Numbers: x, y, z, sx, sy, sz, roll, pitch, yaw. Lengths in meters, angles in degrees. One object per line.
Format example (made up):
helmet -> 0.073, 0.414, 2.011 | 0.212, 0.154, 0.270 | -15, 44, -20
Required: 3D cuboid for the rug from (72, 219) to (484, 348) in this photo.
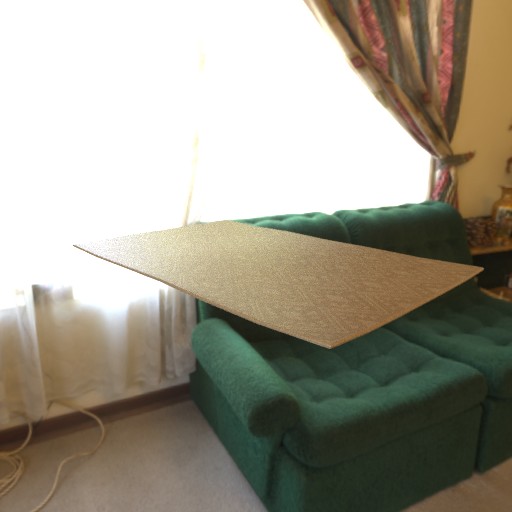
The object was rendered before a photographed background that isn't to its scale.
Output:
rug -> 0.000, 0.000, 3.042 | 1.553, 0.053, 2.430 | -14, 20, -42
